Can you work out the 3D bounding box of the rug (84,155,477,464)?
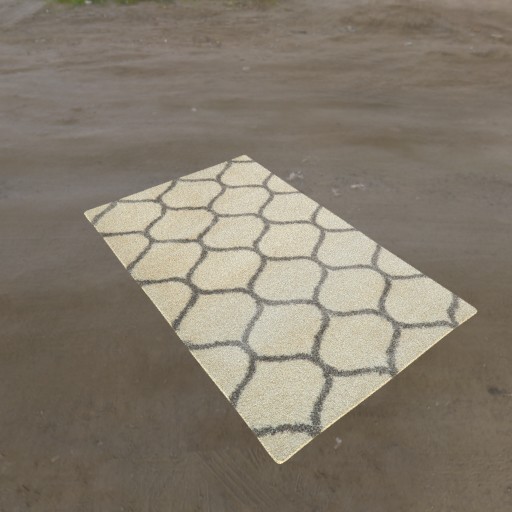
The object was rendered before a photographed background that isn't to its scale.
[{"bbox_3d":[0.000,0.000,2.970,1.501,0.024,2.348,-26,47,-27],"label":"rug"}]
